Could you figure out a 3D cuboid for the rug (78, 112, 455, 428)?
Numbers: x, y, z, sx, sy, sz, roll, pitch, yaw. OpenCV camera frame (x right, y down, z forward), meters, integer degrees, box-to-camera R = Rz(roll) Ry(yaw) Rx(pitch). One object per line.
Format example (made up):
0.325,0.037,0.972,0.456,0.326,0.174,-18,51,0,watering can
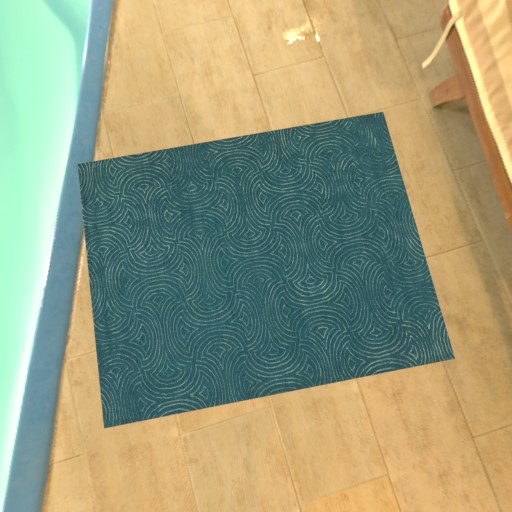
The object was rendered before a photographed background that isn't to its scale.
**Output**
0.000,0.000,4.040,3.033,0.012,2.432,-10,76,-3,rug
